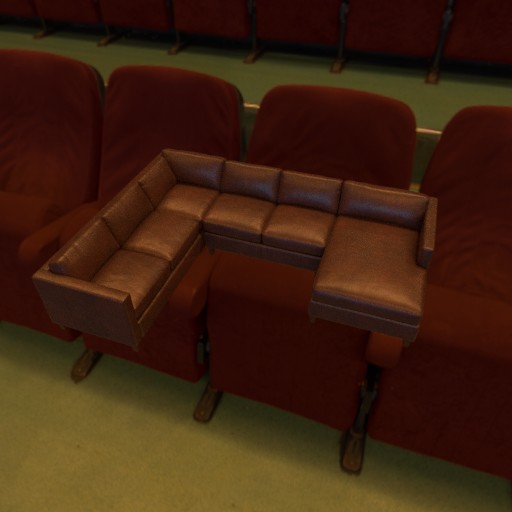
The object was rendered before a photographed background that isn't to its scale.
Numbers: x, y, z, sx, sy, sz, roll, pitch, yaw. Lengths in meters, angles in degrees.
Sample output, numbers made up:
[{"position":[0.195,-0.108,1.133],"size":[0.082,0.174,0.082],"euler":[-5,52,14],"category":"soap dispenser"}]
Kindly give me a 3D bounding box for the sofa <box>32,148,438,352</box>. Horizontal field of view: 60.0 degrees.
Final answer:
[{"position":[0.000,0.000,4.519],"size":[3.324,0.891,2.452],"euler":[13,43,14],"category":"sofa"}]
